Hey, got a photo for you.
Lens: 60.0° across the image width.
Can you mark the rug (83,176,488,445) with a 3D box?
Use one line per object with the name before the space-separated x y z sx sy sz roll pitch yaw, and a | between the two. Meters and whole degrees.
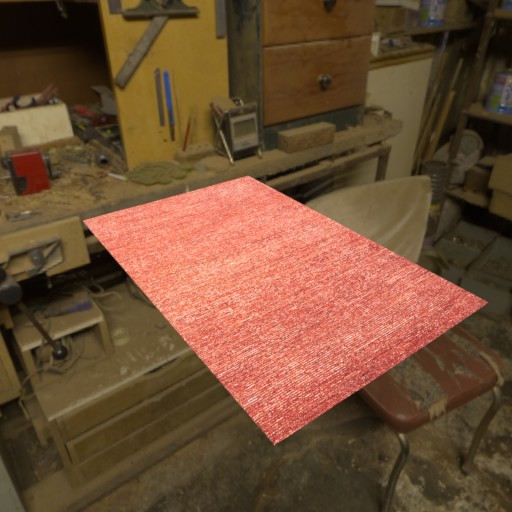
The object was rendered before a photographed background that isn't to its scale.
rug | 0.000 0.000 2.173 1.139 0.011 1.747 -21 38 -30
